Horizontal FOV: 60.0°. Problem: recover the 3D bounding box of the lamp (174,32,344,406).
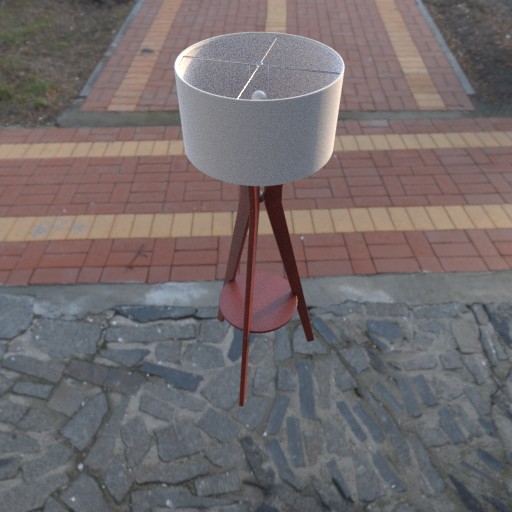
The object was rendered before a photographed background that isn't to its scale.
[{"bbox_3d":[0.000,0.000,1.736,0.539,1.472,0.542,11,46,11],"label":"lamp"}]
